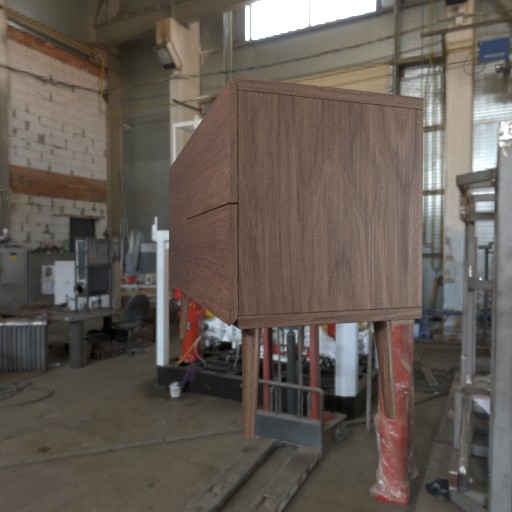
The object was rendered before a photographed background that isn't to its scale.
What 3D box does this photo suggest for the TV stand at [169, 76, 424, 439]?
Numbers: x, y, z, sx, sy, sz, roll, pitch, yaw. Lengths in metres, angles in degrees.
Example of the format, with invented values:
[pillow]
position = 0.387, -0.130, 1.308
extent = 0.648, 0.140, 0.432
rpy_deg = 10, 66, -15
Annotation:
[TV stand]
position = 0.000, 0.000, 1.316
extent = 0.405, 0.660, 0.990
rpy_deg = 0, 2, -17
